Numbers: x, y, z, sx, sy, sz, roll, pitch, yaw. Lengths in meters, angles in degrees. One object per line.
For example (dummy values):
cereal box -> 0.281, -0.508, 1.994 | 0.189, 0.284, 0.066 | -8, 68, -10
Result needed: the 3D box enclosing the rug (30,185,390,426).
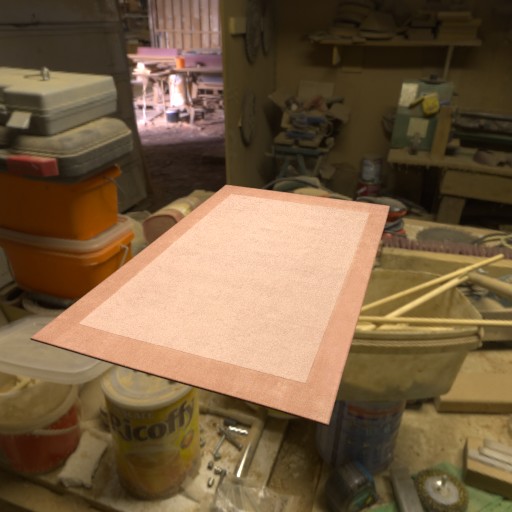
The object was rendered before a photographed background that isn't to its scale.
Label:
rug -> 0.000, 0.000, 2.997 | 1.524, 0.014, 2.438 | 10, 30, 18
